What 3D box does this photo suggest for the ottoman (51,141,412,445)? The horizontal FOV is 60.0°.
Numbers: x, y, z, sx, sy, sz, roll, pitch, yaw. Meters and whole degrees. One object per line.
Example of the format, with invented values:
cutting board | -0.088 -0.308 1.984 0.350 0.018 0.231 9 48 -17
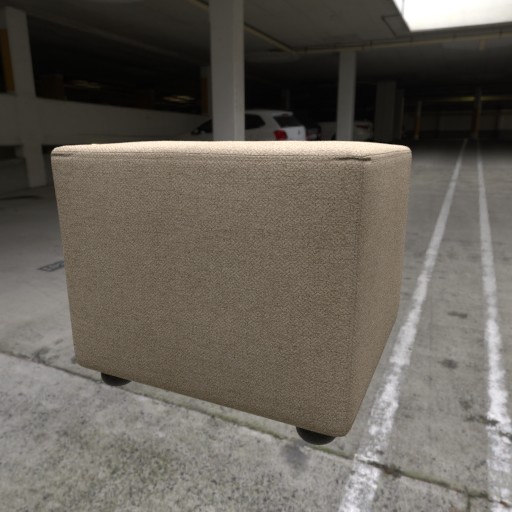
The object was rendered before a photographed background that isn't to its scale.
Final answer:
ottoman | 0.000 0.000 0.860 0.508 0.432 0.508 7 16 24
